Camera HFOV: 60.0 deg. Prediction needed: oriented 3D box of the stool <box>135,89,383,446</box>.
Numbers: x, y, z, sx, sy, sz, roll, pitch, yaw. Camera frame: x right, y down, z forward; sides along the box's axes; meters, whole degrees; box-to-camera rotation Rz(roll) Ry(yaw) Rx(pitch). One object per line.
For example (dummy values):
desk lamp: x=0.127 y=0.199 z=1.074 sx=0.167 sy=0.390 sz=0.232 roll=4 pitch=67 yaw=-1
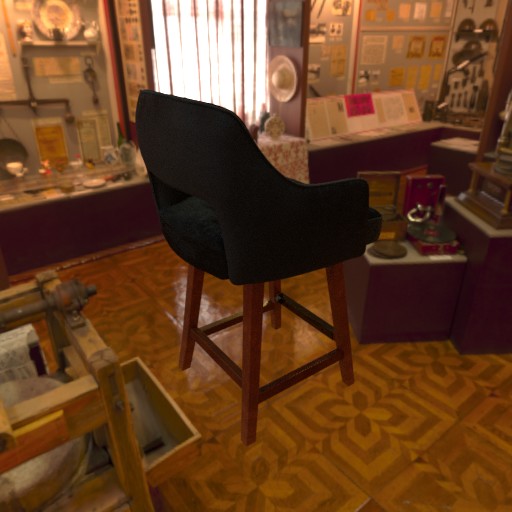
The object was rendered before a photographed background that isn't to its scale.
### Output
stool: x=0.000 y=0.000 z=1.302 sx=0.560 sy=0.940 sz=0.550 roll=-18 pitch=31 yaw=-32
